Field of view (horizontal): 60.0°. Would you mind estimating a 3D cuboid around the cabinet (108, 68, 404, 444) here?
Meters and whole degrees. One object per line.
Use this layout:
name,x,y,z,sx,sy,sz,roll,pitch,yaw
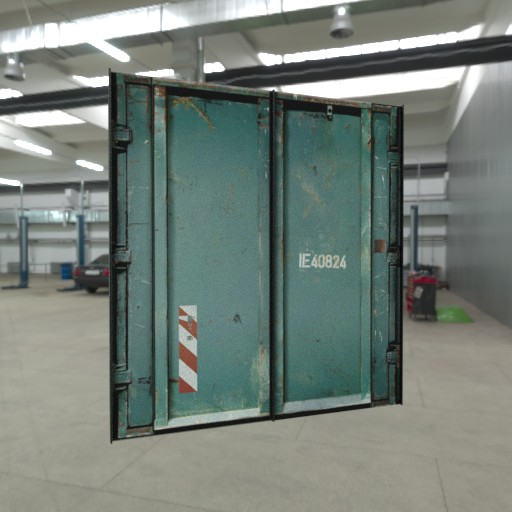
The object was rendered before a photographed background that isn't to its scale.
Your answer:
cabinet,0.000,0.000,3.178,2.000,2.160,0.680,0,1,-19
